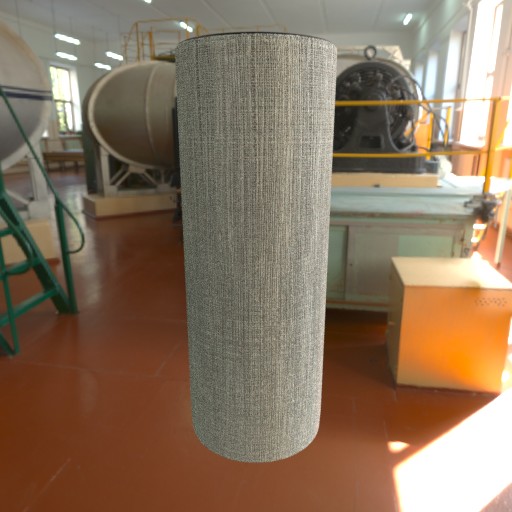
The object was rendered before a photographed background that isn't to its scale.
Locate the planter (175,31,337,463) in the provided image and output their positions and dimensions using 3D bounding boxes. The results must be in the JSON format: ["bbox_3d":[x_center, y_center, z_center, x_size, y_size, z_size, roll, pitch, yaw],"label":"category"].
[{"bbox_3d":[0.000,0.000,0.313,0.100,0.270,0.100,-15,22,-42],"label":"planter"}]
